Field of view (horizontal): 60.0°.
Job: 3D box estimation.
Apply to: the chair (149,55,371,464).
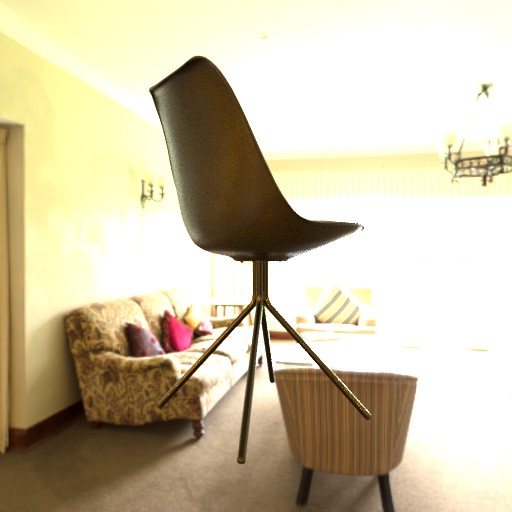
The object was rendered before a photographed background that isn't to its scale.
[{"bbox_3d":[0.000,0.000,1.175,0.525,0.850,0.461,-1,1,-37],"label":"chair"}]
